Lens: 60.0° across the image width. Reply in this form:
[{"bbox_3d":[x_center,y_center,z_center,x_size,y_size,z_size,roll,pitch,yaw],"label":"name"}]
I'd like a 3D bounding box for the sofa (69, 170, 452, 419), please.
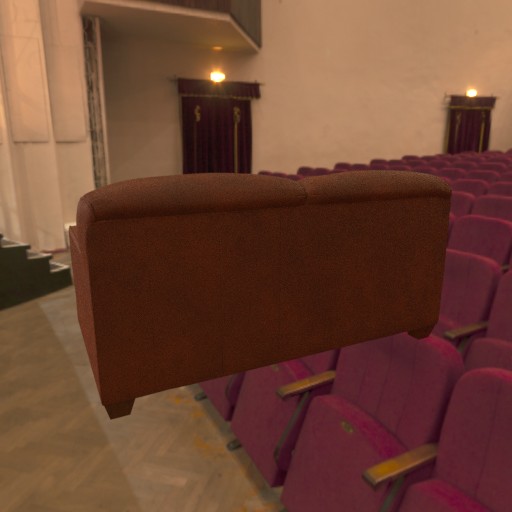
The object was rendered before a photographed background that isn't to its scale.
[{"bbox_3d":[0.000,0.000,2.436,1.856,0.966,1.000,-7,16,-26],"label":"sofa"}]
